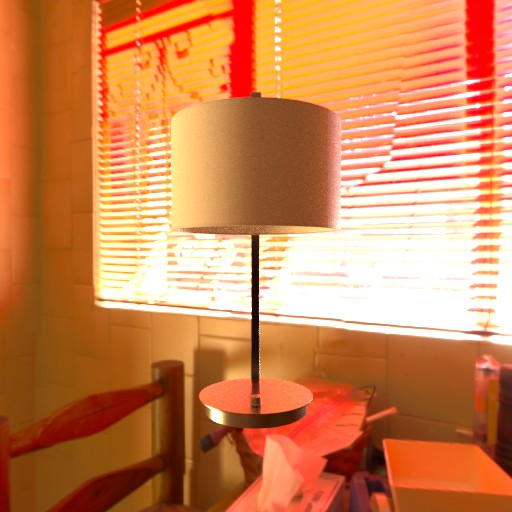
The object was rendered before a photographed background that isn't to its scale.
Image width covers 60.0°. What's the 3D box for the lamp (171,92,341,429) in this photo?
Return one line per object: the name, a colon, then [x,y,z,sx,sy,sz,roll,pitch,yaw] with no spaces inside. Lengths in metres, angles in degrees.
lamp: [0.000,0.000,0.638,0.230,0.473,0.288,0,0,0]
